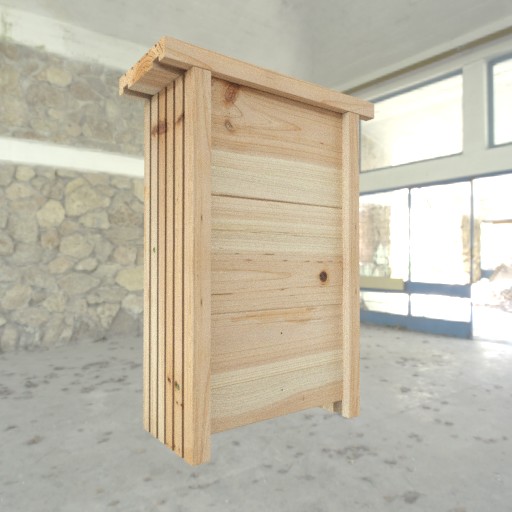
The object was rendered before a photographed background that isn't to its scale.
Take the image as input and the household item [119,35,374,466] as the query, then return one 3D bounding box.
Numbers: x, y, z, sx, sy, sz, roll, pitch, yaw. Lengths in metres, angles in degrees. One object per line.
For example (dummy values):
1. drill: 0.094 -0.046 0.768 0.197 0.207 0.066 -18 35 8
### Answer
1. household item: 0.000 0.000 0.547 0.301 0.407 0.123 1 -1 -36
